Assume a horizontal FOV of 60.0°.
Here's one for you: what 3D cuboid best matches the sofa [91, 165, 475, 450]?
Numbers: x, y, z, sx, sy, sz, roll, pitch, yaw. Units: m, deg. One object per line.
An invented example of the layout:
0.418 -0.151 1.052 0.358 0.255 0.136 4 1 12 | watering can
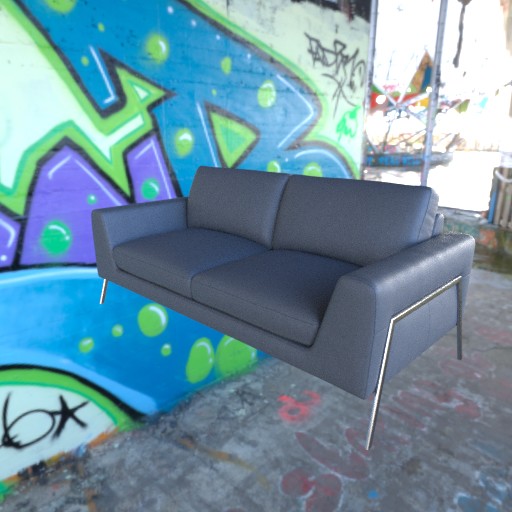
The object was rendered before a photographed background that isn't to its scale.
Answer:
0.000 0.000 2.481 2.017 0.875 0.953 15 22 42 | sofa
